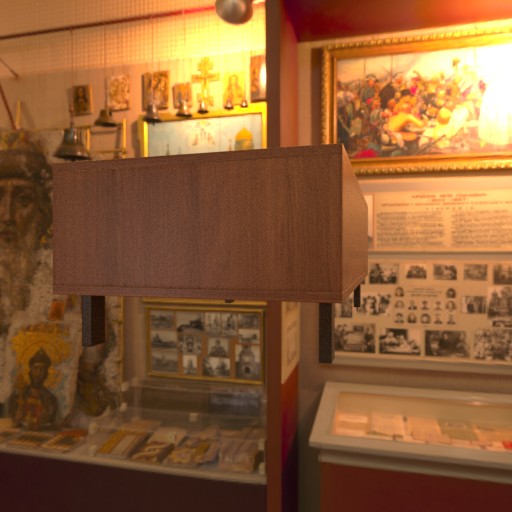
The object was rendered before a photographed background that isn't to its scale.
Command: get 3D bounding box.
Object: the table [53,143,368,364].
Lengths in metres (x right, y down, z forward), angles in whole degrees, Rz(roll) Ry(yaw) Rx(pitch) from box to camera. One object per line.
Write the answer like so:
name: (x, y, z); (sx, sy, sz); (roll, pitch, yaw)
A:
table: (0.000, 0.000, 1.308); (0.600, 0.380, 1.020); (0, 0, 16)
